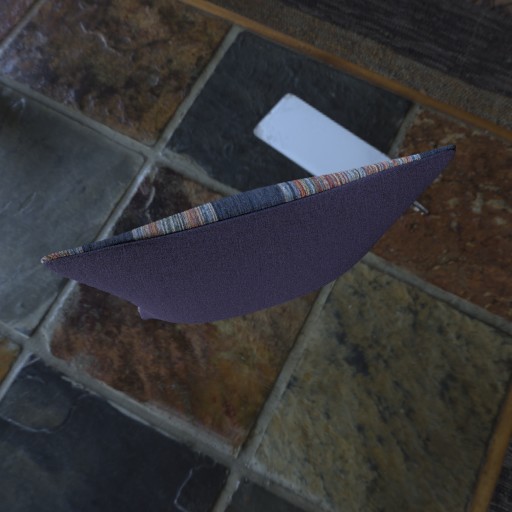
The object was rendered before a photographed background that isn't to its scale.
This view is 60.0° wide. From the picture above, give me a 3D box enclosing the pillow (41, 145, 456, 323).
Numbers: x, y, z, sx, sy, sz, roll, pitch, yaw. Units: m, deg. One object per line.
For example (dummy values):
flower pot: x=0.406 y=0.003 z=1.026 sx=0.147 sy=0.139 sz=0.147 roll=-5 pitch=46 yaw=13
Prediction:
pillow: x=0.000 y=0.000 z=0.634 sx=0.437 sy=0.419 sz=0.136 roll=-16 pitch=76 yaw=-4
